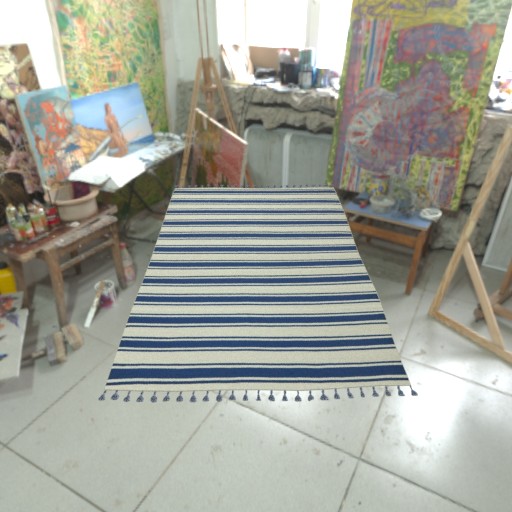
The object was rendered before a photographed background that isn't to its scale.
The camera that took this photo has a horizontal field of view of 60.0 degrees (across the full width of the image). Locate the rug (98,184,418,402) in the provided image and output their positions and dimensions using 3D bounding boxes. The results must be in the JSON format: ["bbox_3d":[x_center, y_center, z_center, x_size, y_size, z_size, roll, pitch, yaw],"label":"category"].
[{"bbox_3d":[0.000,0.000,2.599,1.248,0.009,2.108,0,32,-1],"label":"rug"}]
